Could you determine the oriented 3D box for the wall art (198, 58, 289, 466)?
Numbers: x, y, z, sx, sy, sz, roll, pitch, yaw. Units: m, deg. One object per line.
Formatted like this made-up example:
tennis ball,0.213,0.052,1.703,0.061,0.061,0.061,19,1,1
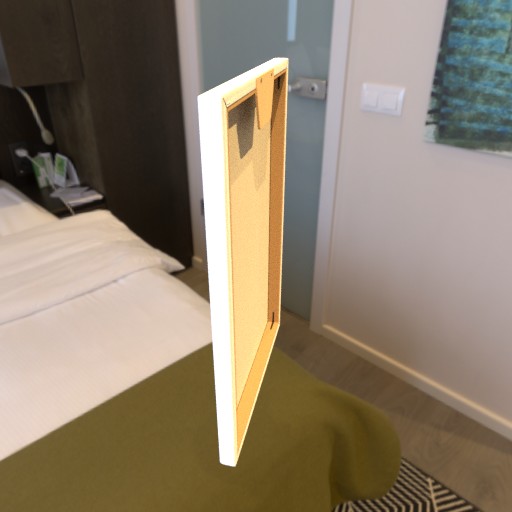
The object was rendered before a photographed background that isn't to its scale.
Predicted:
wall art,0.000,0.000,1.166,0.048,0.902,0.602,7,30,12
